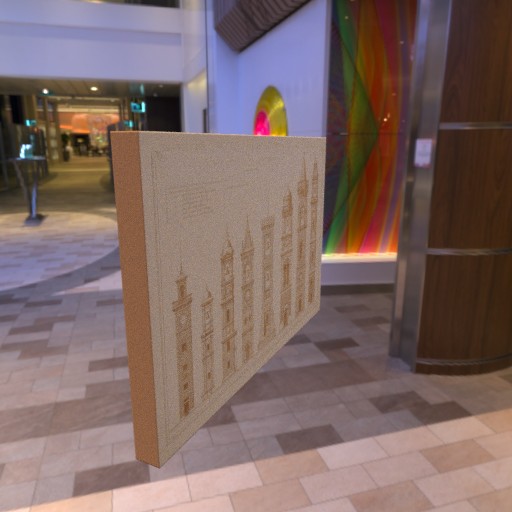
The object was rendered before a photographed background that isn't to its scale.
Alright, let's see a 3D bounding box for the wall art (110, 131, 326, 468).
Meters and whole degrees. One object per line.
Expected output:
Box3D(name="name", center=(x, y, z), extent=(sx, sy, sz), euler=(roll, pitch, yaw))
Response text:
Box3D(name="wall art", center=(0.000, 0.000, 0.777), extent=(0.039, 0.407, 0.609), euler=(7, 16, 26))
